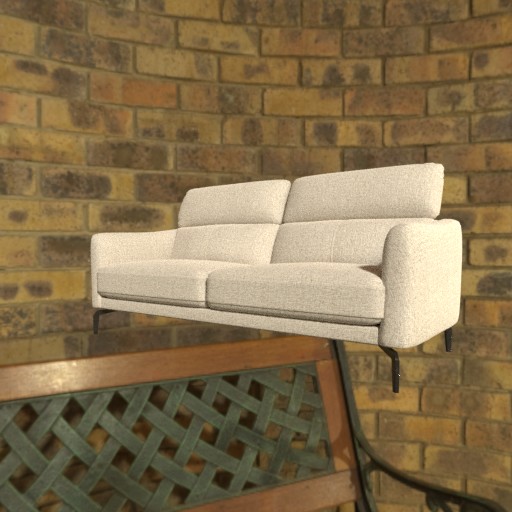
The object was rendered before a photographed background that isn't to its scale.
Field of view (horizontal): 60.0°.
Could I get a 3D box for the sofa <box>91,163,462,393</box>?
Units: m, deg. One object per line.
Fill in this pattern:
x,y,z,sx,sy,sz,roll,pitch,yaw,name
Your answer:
0.000,0.000,2.452,2.015,0.956,0.856,1,1,36,sofa
